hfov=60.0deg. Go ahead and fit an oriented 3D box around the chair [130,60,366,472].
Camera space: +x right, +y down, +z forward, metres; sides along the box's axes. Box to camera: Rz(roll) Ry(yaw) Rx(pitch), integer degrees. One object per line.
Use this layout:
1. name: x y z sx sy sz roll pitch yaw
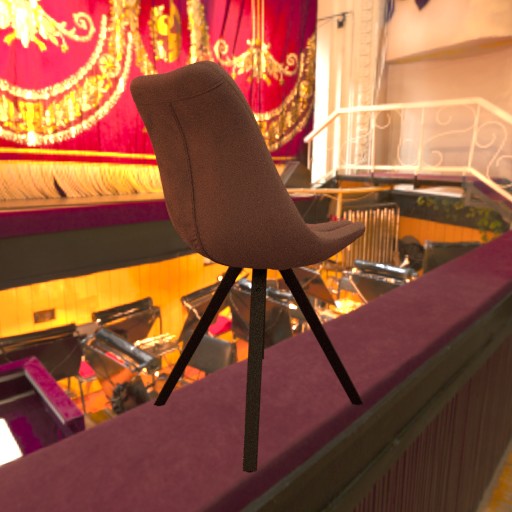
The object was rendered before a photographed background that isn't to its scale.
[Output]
1. chair: 0.000 0.000 1.177 0.547 0.865 0.483 -12 17 -43
